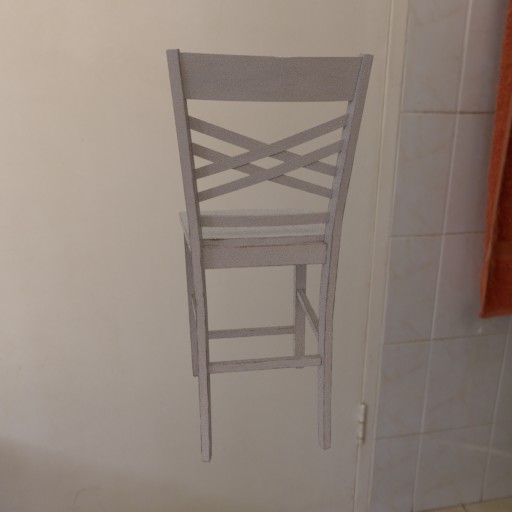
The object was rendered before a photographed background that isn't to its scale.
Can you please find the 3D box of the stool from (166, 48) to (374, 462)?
[{"bbox_3d":[0.000,0.000,1.358,0.462,1.079,0.539,-2,16,-8],"label":"stool"}]
